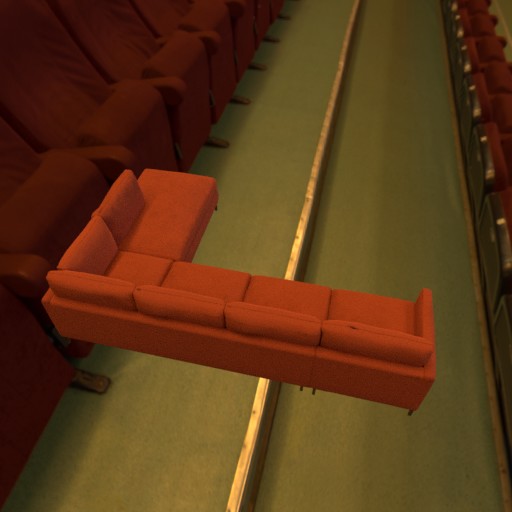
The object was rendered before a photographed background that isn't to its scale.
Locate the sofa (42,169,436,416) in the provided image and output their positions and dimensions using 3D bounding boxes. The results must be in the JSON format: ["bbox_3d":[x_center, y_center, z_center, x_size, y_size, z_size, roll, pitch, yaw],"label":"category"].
[{"bbox_3d":[0.000,0.000,3.654,2.736,0.757,1.879,9,47,9],"label":"sofa"}]
